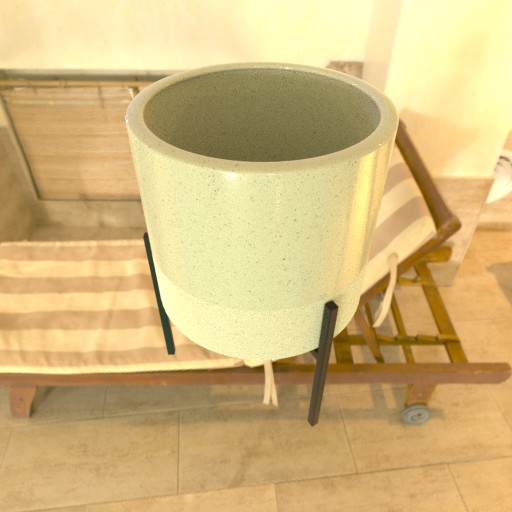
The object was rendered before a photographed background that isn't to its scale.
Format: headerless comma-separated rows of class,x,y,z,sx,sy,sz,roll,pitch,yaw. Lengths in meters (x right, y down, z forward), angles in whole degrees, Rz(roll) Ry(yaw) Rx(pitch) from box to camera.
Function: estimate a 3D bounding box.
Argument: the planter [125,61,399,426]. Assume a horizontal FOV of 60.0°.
planter,0.000,0.000,0.327,0.159,0.230,0.152,0,41,0
